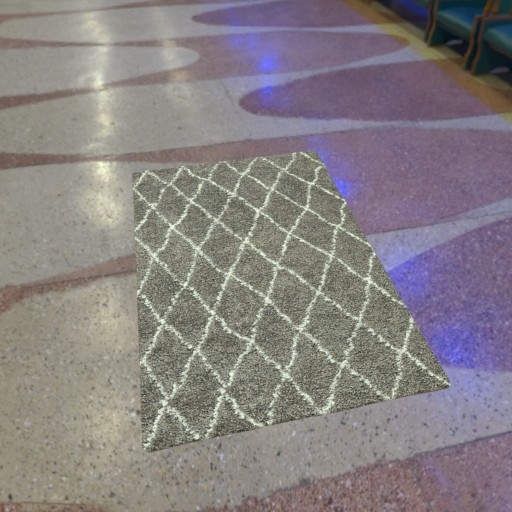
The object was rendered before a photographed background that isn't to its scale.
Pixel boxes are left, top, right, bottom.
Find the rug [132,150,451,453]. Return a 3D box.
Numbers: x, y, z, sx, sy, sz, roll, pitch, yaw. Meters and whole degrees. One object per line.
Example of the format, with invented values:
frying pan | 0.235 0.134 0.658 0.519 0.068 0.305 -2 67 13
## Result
rug | 0.000 0.000 2.293 1.219 0.030 1.778 -9 46 -9
